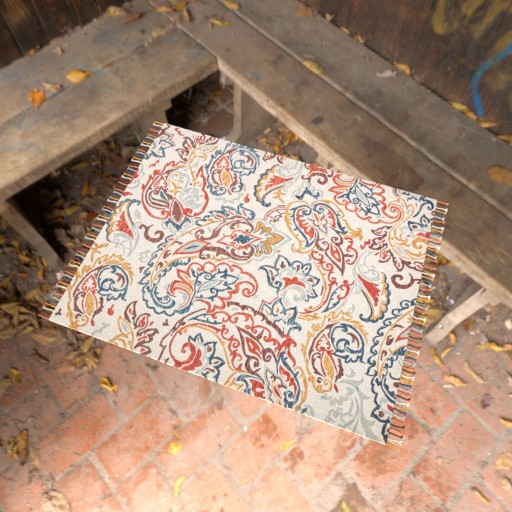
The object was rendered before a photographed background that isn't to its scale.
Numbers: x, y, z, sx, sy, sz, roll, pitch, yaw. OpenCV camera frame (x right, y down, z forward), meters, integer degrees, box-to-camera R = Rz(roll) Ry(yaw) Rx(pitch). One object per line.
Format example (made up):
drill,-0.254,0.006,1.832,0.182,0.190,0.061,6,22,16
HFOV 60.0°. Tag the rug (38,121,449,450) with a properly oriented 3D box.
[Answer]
rug,0.000,0.000,4.227,3.274,0.015,2.439,18,65,9
